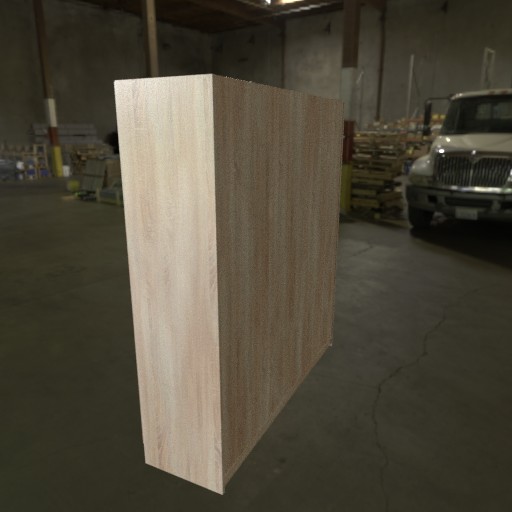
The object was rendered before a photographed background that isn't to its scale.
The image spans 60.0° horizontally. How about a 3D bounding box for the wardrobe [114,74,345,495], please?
[{"bbox_3d":[0.000,0.000,3.133,0.598,2.159,1.998,8,17,26],"label":"wardrobe"}]
